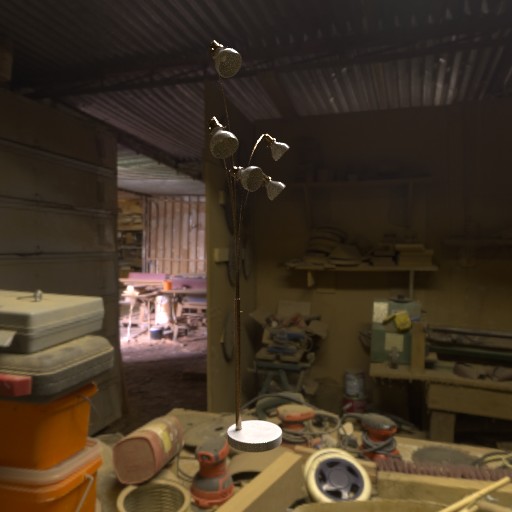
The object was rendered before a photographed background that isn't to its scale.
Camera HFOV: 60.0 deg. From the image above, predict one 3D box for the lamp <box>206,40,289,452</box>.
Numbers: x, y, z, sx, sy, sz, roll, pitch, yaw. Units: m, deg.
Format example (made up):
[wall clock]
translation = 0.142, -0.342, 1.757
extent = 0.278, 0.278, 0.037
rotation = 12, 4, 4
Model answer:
[lamp]
translation = 0.000, 0.000, 2.921
extent = 0.361, 2.423, 1.405
rotation = 0, 1, 18
